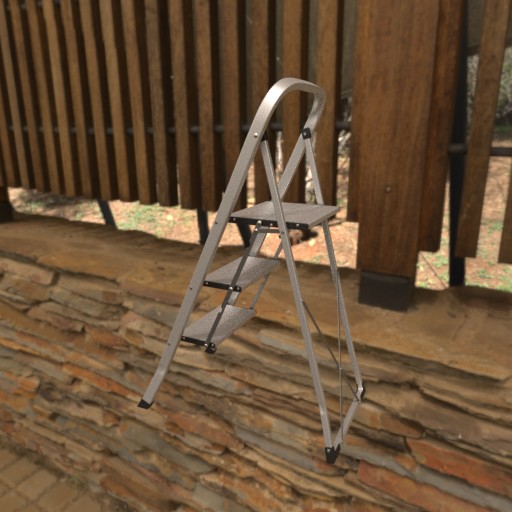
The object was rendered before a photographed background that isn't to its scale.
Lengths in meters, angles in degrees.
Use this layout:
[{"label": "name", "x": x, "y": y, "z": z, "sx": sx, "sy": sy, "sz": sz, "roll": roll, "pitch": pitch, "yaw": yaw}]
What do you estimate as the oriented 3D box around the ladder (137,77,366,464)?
[{"label": "ladder", "x": 0.000, "y": 0.000, "z": 1.462, "sx": 0.704, "sy": 1.070, "sz": 0.465, "roll": 8, "pitch": 18, "yaw": 25}]
